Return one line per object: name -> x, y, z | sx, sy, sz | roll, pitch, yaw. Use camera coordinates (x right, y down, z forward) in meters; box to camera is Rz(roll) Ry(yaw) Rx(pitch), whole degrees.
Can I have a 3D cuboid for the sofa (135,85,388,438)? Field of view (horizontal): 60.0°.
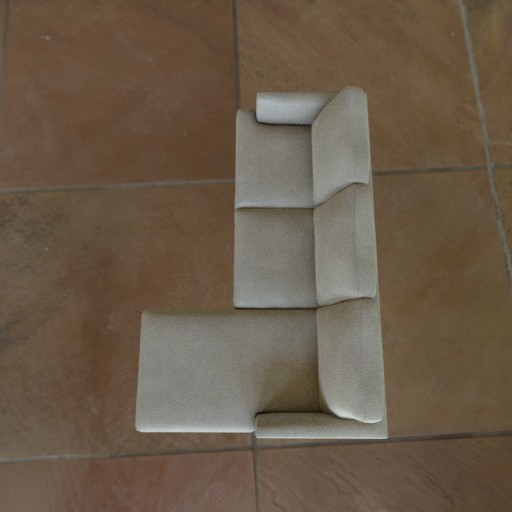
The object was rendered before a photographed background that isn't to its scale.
sofa -> 0.000, 0.000, 2.968 | 1.504, 0.956, 2.233 | 0, 77, 0
